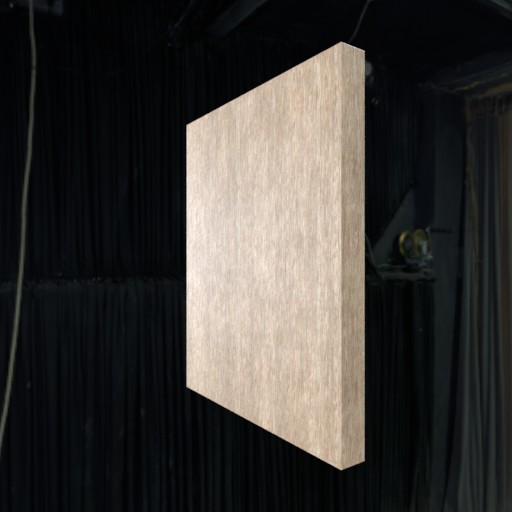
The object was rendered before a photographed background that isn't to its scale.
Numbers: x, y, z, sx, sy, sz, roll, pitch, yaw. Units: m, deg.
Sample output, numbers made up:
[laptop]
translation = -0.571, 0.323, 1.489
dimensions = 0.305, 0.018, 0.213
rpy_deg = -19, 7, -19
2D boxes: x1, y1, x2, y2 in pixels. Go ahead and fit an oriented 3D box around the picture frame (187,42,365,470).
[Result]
[picture frame]
translation = 0.000, 0.000, 0.731
dimensions = 0.043, 0.526, 0.424
rpy_deg = 0, 0, -35
